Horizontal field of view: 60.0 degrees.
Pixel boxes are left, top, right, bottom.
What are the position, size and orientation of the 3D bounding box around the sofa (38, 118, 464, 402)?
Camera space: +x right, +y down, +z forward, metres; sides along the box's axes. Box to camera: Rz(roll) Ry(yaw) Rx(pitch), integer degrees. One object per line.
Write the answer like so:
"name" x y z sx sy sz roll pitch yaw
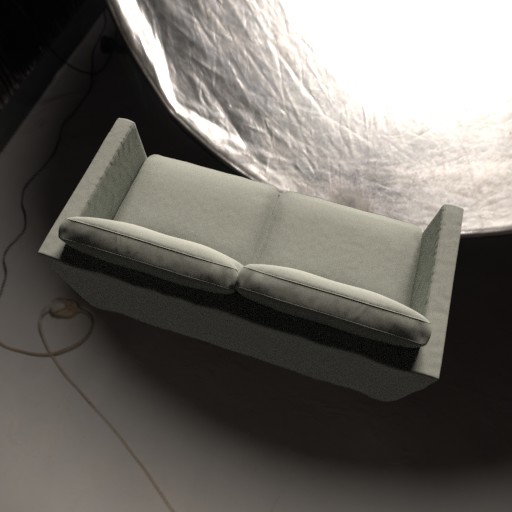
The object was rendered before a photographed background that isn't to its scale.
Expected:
"sofa" 0.000 0.000 2.481 1.987 0.870 0.940 16 66 8
